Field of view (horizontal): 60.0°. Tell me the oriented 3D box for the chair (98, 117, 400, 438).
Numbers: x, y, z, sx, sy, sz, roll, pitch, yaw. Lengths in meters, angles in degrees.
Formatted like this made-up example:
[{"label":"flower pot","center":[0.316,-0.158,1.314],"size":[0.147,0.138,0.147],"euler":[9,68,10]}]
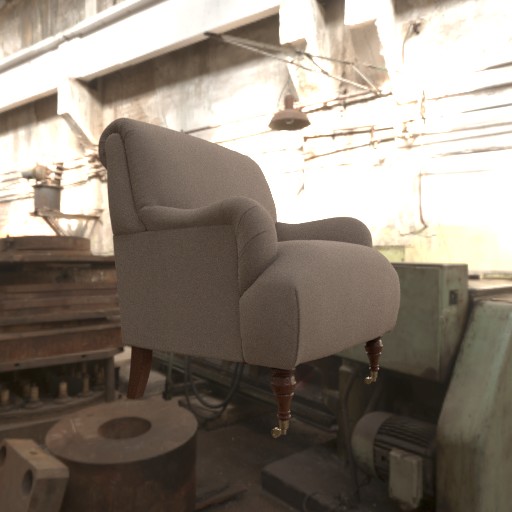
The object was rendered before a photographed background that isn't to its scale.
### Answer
[{"label":"chair","center":[0.000,0.000,1.563],"size":[0.842,0.942,0.766],"euler":[0,-1,36]}]
